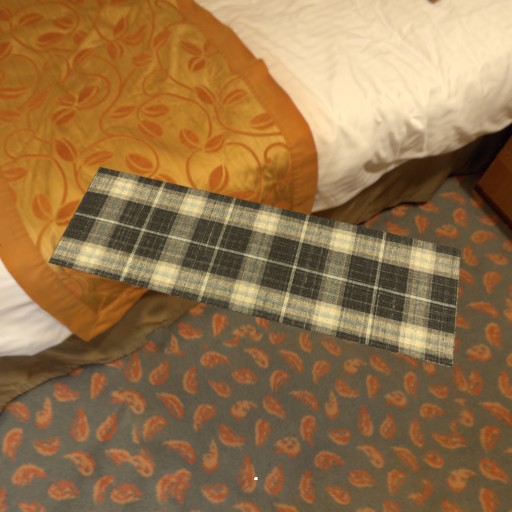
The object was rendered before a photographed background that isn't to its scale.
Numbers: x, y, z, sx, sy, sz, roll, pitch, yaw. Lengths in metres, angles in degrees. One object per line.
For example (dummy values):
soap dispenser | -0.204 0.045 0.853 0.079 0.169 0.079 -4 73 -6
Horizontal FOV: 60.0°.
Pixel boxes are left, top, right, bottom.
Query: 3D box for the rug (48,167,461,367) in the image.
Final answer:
rug | 0.000 0.000 2.731 2.434 0.012 0.760 14 64 7
